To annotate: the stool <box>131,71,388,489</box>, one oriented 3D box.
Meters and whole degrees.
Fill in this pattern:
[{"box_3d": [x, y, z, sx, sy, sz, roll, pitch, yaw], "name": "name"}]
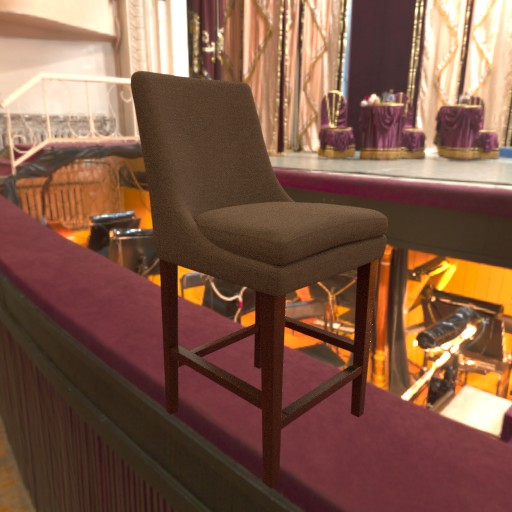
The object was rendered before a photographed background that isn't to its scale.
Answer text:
[{"box_3d": [0.000, 0.000, 1.250, 0.577, 0.981, 0.470, 14, 21, 42], "name": "stool"}]
